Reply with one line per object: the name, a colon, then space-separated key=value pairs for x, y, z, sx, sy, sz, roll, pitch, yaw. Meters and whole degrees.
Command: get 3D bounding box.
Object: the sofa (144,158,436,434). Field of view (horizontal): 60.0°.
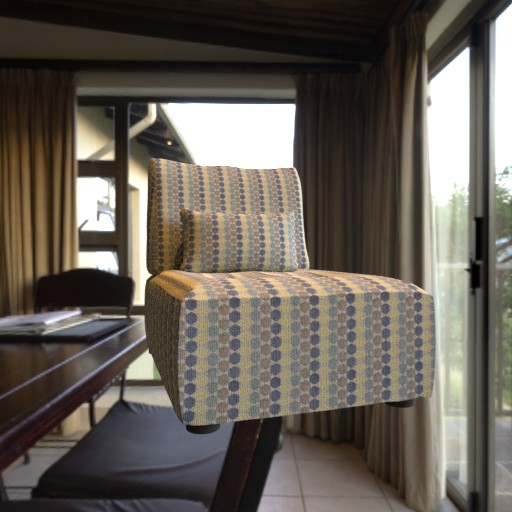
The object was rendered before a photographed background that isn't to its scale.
sofa: x=0.000 y=0.000 z=1.566 sx=0.700 sy=0.820 sz=1.000 roll=0 pitch=1 yaw=-18
